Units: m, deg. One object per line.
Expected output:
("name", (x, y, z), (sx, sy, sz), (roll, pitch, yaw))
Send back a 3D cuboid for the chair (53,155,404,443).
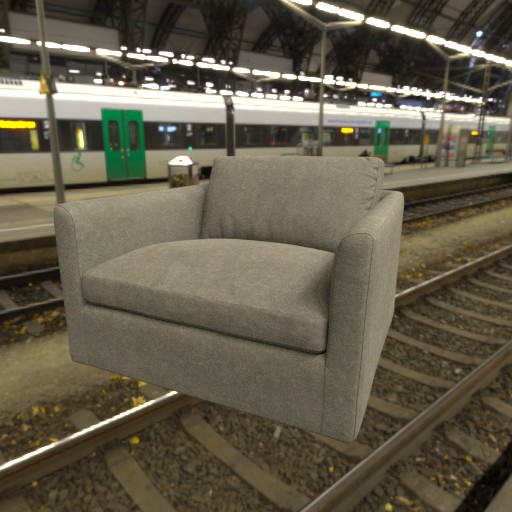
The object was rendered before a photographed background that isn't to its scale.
("chair", (0.000, 0.000, 1.905), (1.190, 0.845, 1.091), (7, 16, 25))
